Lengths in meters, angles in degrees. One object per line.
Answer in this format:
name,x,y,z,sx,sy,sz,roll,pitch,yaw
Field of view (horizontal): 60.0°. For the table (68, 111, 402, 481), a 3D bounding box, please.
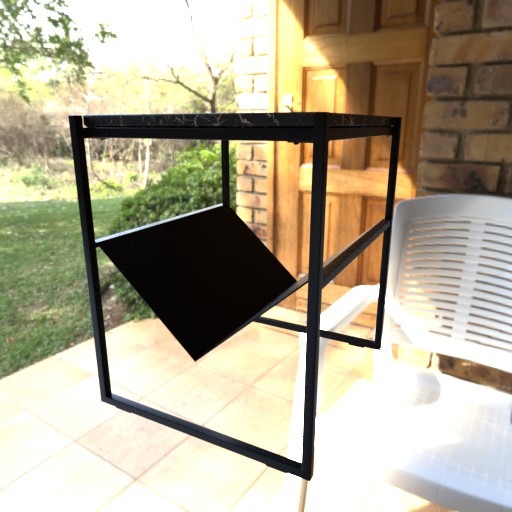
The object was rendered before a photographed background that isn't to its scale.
table,0.000,0.000,0.885,0.432,0.534,0.469,9,19,27
